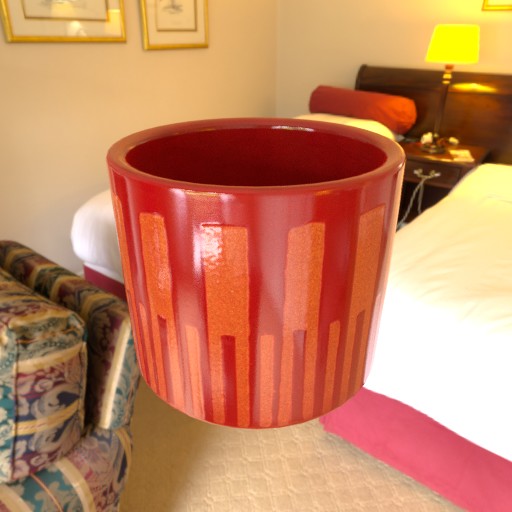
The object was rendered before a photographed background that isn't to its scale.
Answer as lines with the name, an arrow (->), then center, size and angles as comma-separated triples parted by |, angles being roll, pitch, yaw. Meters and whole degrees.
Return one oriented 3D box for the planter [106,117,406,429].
planter -> 0.000, 0.000, 0.397 | 0.230, 0.202, 0.230 | 0, 27, 0
